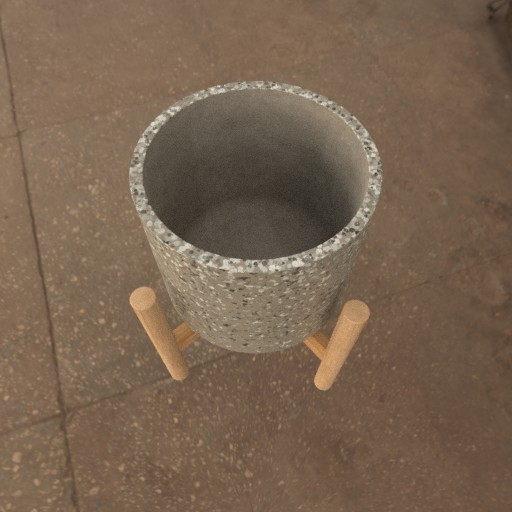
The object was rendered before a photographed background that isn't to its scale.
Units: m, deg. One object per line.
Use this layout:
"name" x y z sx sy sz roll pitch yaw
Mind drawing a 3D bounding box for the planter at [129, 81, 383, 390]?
"planter" 0.000 0.000 0.529 0.284 0.320 0.284 -16 60 -9
